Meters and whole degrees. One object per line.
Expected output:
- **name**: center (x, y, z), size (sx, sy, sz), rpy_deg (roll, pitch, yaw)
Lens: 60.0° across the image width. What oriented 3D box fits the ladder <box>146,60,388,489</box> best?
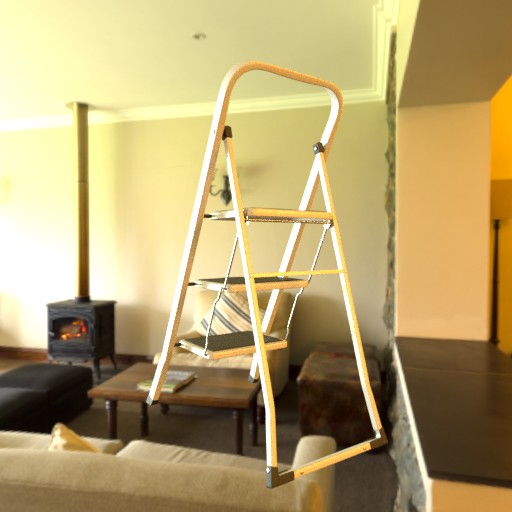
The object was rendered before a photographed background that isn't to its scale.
- **ladder**: center (0.000, 0.000, 1.402), size (0.460, 1.050, 0.711), rpy_deg (-1, 2, -35)
